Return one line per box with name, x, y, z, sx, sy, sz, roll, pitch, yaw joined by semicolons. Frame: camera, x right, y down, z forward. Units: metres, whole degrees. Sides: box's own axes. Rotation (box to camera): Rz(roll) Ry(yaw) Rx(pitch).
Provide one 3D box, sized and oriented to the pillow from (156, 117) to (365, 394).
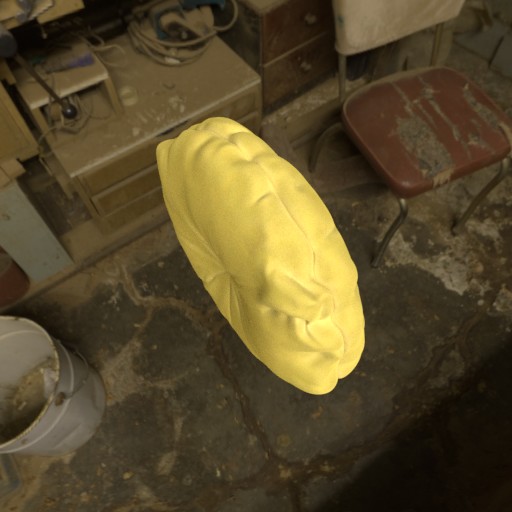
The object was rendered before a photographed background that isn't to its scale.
pillow;0.000;0.000;0.660;0.148;0.407;0.428;-31;66;-15
